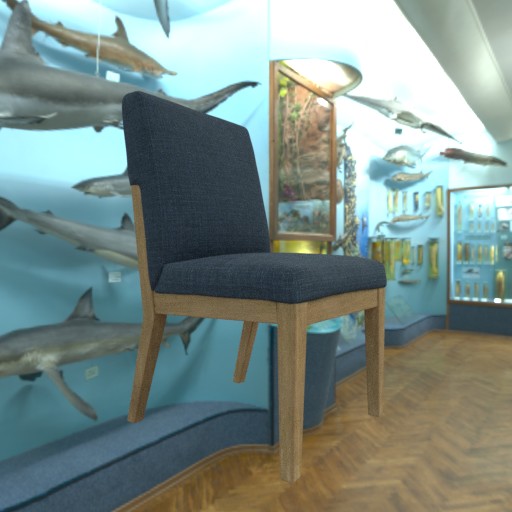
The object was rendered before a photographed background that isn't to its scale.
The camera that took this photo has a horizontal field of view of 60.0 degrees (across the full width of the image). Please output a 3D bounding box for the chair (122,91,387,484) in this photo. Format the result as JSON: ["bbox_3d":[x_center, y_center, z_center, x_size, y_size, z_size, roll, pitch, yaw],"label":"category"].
[{"bbox_3d":[0.000,0.000,1.244,0.586,0.911,0.507,1,1,38],"label":"chair"}]
